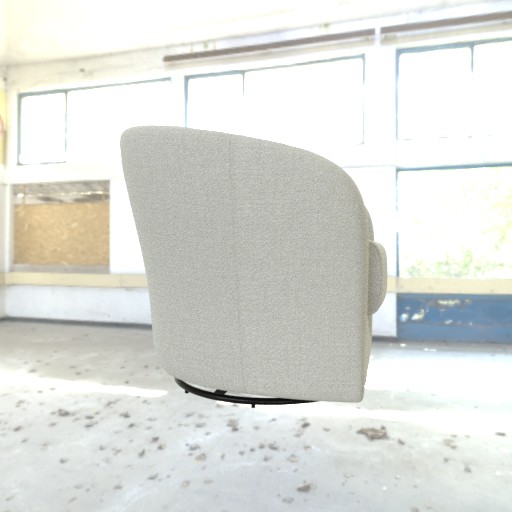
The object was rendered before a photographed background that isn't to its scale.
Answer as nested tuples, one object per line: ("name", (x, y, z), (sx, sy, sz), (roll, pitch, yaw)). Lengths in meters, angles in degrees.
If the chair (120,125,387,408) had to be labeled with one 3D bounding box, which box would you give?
("chair", (0.000, 0.000, 1.433), (0.815, 0.771, 0.791), (0, 1, 16))
